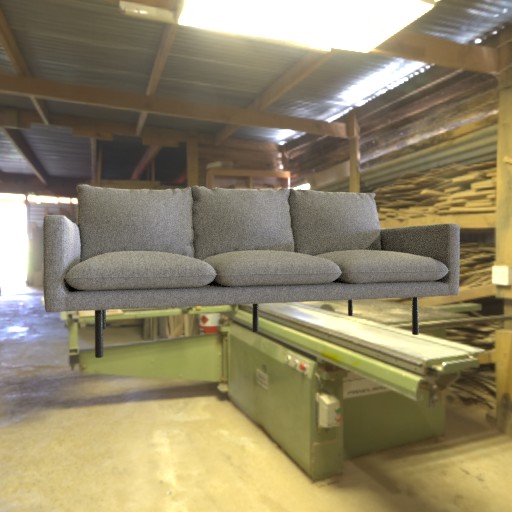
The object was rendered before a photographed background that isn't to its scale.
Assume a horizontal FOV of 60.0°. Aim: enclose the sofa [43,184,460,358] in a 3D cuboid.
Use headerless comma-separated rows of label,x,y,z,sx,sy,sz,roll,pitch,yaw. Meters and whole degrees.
sofa,0.000,0.000,2.399,2.000,0.830,0.850,0,1,-18
